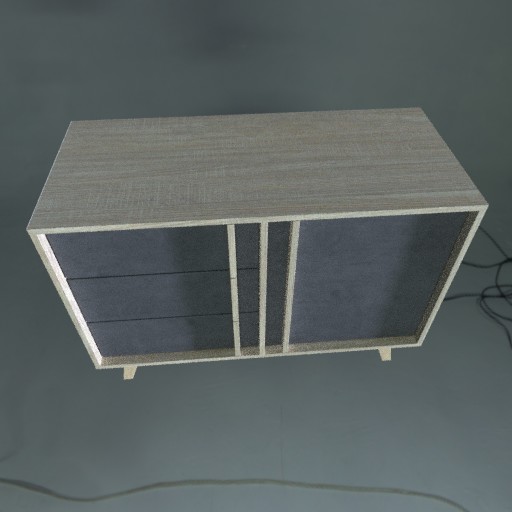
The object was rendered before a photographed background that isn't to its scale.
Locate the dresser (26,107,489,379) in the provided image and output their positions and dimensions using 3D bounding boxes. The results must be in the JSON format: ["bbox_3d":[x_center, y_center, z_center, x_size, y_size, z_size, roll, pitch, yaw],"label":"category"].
[{"bbox_3d":[0.000,0.000,1.513,1.110,0.780,0.500,-3,46,-3],"label":"dresser"}]
